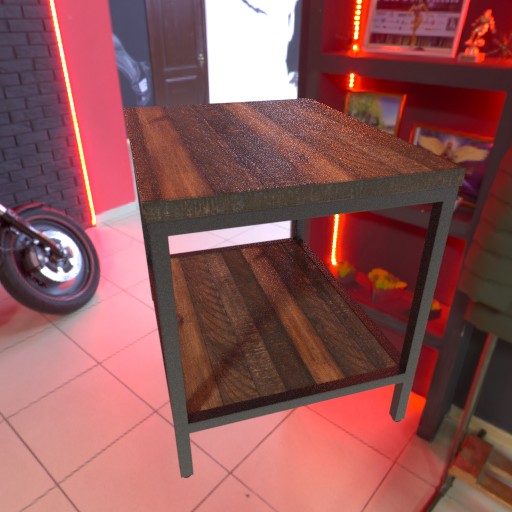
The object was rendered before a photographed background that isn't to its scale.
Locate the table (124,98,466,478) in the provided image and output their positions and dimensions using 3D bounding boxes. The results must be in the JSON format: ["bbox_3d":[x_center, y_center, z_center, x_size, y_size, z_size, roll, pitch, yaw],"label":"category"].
[{"bbox_3d":[0.000,0.000,1.097,0.524,0.612,0.678,-8,30,-14],"label":"table"}]
